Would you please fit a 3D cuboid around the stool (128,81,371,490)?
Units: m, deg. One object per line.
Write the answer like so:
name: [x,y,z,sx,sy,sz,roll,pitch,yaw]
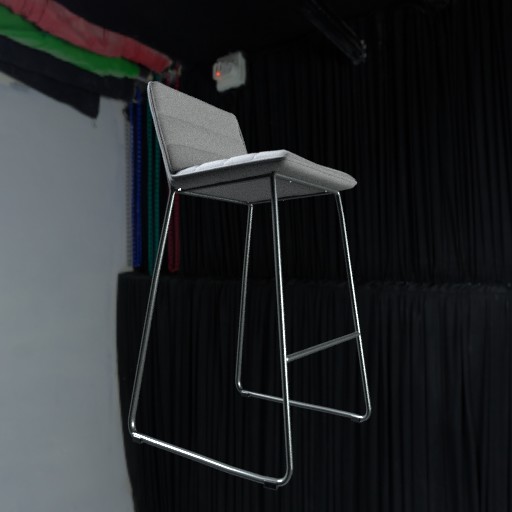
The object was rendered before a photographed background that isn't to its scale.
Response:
stool: [0.000,0.000,1.224,0.490,0.960,0.490,0,0,35]
